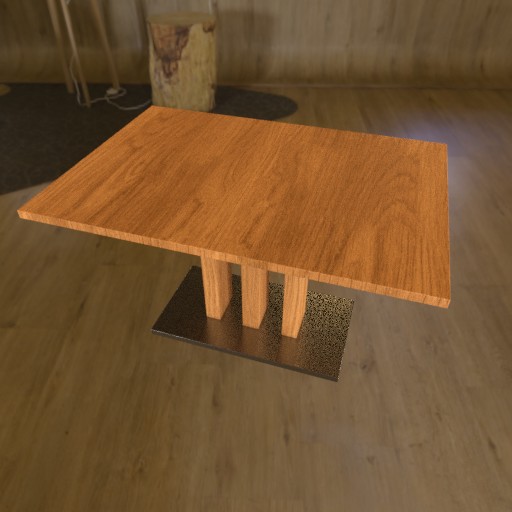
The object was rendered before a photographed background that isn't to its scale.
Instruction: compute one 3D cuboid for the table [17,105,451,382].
[{"bbox_3d":[0.000,0.000,1.826,1.300,0.770,0.900,12,42,13],"label":"table"}]
